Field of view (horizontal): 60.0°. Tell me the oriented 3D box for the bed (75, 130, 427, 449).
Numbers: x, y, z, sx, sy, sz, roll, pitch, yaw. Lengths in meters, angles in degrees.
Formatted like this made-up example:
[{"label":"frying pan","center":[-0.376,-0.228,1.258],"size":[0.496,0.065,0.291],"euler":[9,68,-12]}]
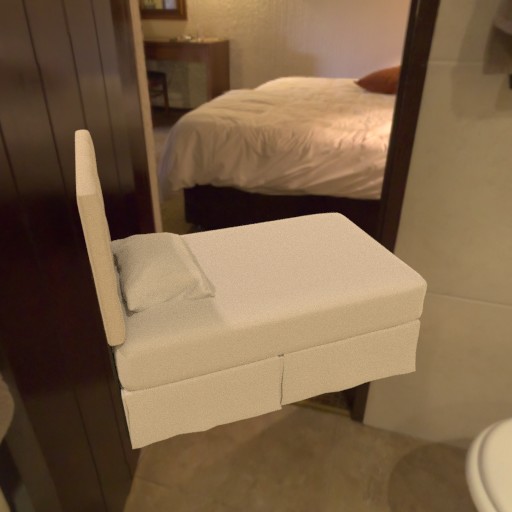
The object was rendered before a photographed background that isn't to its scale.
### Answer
[{"label":"bed","center":[0.000,0.000,2.945],"size":[1.997,1.571,1.261],"euler":[-10,31,-17]}]
